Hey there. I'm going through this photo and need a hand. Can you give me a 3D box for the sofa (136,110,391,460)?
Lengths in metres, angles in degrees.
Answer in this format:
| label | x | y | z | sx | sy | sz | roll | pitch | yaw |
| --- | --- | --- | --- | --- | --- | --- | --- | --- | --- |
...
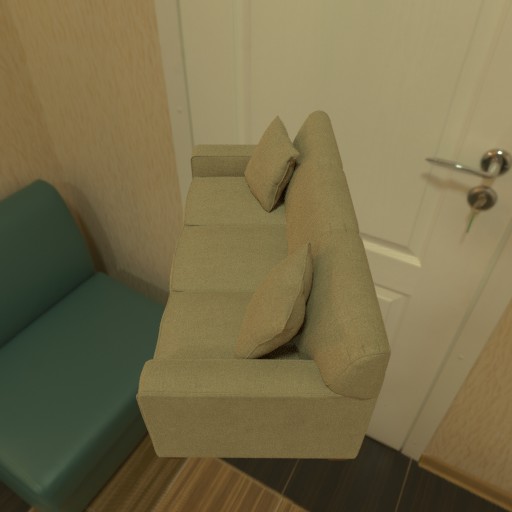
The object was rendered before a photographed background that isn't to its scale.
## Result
| label | x | y | z | sx | sy | sz | roll | pitch | yaw |
| --- | --- | --- | --- | --- | --- | --- | --- | --- | --- |
| sofa | 0.000 | 0.000 | 2.565 | 0.997 | 0.958 | 2.024 | 0 | 42 | 0 |
